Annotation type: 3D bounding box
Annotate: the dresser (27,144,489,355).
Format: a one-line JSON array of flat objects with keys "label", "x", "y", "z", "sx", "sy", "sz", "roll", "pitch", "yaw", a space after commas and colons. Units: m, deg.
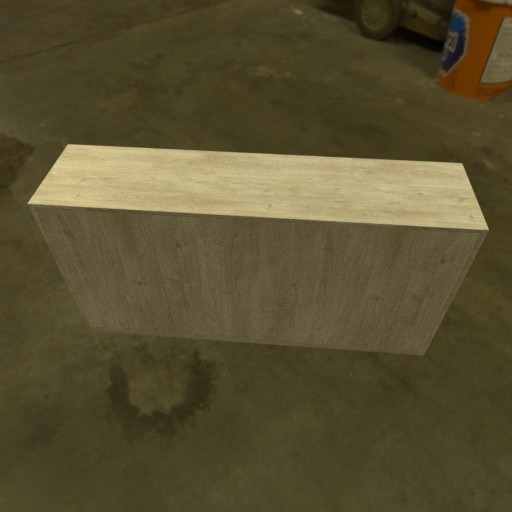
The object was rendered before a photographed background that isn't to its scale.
[{"label": "dresser", "x": 0.000, "y": 0.000, "z": 1.936, "sx": 1.590, "sy": 0.795, "sz": 0.390, "roll": 3, "pitch": 47, "yaw": 3}]
